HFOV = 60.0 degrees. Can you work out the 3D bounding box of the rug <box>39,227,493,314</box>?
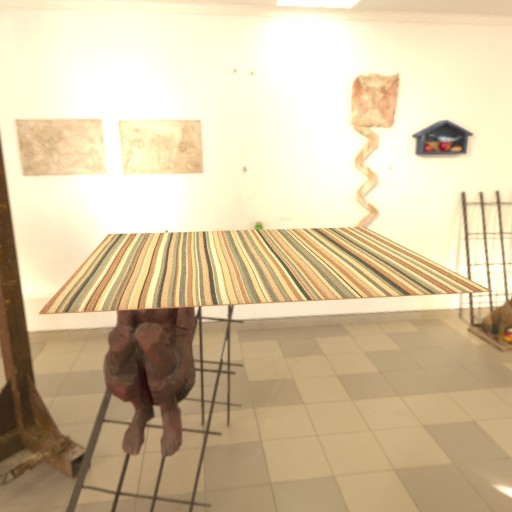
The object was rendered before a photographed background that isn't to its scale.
[{"bbox_3d":[0.000,0.000,4.080,3.045,0.011,2.436,-2,15,-8],"label":"rug"}]
